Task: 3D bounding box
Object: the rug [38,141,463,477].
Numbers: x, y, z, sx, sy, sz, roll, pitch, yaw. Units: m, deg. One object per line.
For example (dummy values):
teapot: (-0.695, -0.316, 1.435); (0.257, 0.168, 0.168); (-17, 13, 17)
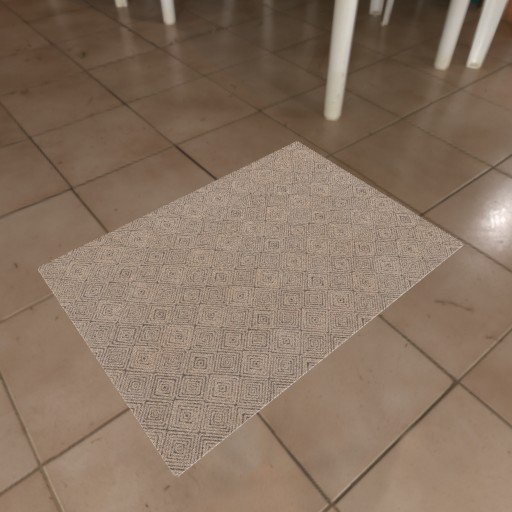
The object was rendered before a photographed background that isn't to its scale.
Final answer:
rug: (0.000, 0.000, 2.845); (2.238, 0.008, 1.593); (-31, 54, -26)
